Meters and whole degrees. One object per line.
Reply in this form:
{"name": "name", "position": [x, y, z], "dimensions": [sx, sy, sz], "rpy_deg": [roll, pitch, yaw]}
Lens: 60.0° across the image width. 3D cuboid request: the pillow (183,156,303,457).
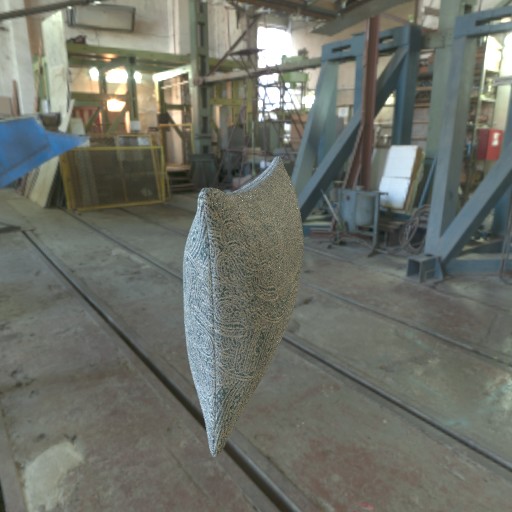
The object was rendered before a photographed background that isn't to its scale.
{"name": "pillow", "position": [0.000, 0.000, 0.733], "dimensions": [0.151, 0.295, 0.615], "rpy_deg": [2, 16, 9]}
